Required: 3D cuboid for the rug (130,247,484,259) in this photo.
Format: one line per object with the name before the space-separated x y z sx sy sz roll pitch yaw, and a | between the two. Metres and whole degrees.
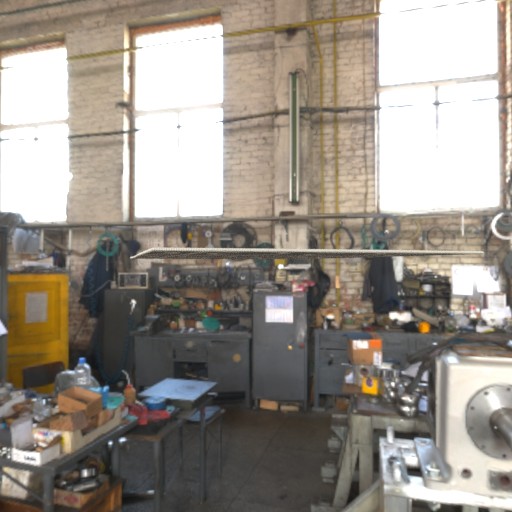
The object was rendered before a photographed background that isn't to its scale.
rug | 0.000 0.000 2.926 1.528 0.014 2.294 0 -1 -18
